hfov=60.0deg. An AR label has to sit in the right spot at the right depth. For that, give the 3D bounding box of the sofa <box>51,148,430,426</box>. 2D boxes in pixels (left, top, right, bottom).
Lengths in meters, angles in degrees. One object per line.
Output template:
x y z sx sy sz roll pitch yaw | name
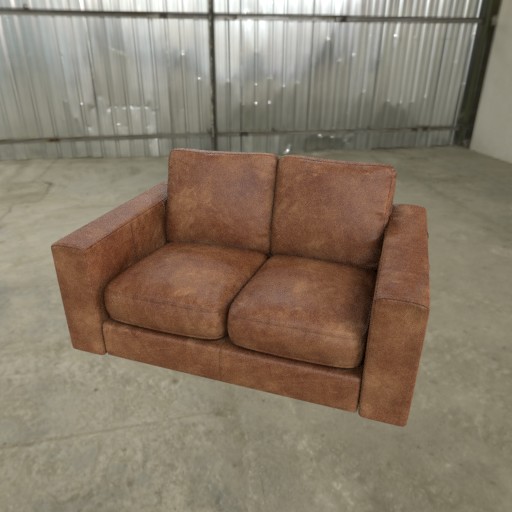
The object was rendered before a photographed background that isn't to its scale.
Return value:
0.000 0.000 2.266 1.626 0.889 1.041 8 27 16 | sofa
